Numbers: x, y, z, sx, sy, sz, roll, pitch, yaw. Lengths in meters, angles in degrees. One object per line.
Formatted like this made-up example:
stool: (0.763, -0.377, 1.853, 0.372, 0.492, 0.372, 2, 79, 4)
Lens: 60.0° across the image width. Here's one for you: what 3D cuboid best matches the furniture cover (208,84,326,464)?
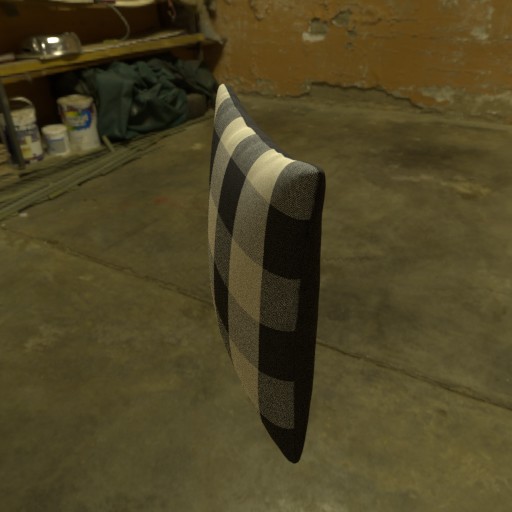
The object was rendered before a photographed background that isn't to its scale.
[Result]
furniture cover: (0.000, 0.000, 0.807, 0.161, 0.509, 0.511, -8, 32, -13)
